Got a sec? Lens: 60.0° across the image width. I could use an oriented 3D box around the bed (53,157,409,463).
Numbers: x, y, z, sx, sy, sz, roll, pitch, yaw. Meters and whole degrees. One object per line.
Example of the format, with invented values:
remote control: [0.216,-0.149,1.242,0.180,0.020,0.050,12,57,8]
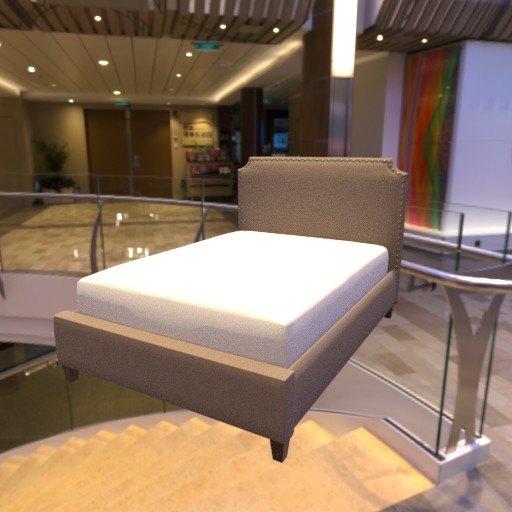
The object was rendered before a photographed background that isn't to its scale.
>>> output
bed: [0.000,0.000,3.393,1.713,1.443,2.372,8,16,29]
